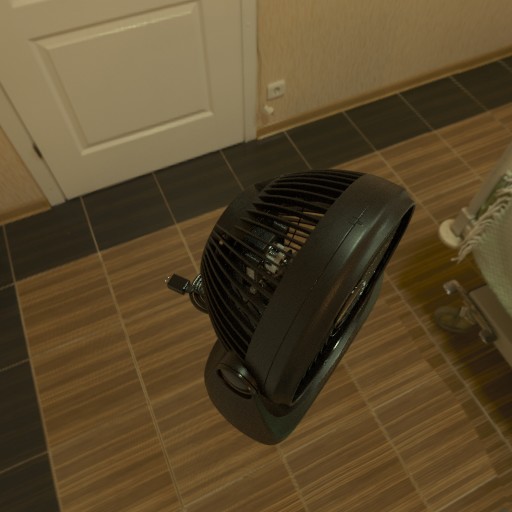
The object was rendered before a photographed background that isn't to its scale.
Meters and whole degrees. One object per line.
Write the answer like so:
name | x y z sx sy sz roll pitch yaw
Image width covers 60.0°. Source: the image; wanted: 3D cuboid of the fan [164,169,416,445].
fan | 0.000 0.000 0.480 0.256 0.277 0.273 32 63 18
